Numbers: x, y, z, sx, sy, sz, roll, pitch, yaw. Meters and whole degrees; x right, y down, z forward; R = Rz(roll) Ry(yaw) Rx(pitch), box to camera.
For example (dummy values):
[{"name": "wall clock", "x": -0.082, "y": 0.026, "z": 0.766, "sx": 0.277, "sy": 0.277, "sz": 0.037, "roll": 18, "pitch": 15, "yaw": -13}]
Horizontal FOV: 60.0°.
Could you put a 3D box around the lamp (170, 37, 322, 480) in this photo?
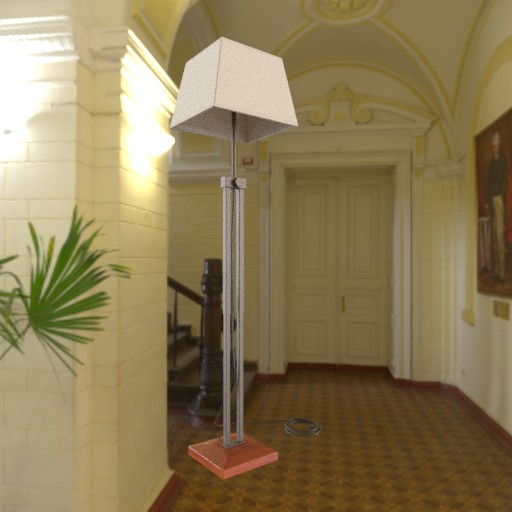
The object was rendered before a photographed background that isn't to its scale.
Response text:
[{"name": "lamp", "x": 0.000, "y": 0.000, "z": 2.031, "sx": 0.745, "sy": 1.712, "sz": 0.472, "roll": 0, "pitch": 0, "yaw": -37}]
